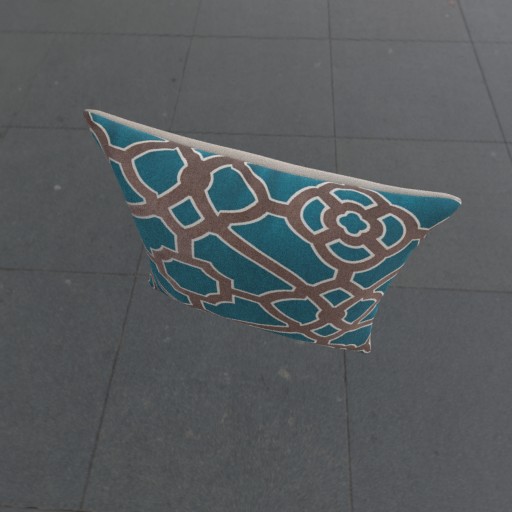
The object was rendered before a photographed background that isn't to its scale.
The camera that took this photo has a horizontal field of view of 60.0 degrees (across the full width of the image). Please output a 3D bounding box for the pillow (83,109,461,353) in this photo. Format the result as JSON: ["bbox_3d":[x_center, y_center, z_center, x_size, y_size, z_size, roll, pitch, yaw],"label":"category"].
[{"bbox_3d":[0.000,0.000,0.795,0.526,0.507,0.166,16,59,10],"label":"pillow"}]
